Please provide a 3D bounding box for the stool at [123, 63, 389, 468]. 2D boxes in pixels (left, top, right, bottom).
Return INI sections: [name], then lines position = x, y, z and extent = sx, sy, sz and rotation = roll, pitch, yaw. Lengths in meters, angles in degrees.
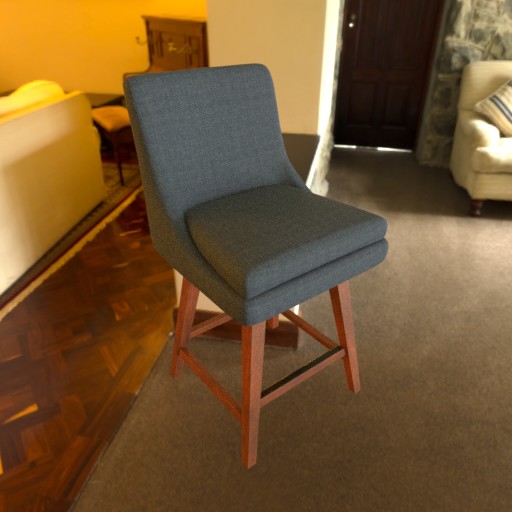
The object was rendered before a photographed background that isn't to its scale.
[stool]
position = 0.000, 0.000, 1.195
extent = 0.467, 0.895, 0.524
rotation = -21, 36, -32
